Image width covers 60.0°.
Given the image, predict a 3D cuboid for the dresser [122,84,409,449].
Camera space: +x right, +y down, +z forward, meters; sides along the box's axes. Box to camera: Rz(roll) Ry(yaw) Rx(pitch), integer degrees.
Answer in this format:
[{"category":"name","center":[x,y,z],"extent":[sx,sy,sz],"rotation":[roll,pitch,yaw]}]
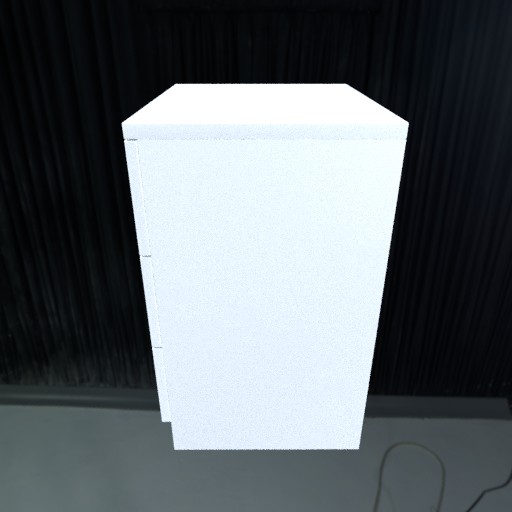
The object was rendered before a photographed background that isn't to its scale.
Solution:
[{"category":"dresser","center":[0.000,0.000,0.829],"extent":[0.360,0.560,0.400],"rotation":[0,27,0]}]
